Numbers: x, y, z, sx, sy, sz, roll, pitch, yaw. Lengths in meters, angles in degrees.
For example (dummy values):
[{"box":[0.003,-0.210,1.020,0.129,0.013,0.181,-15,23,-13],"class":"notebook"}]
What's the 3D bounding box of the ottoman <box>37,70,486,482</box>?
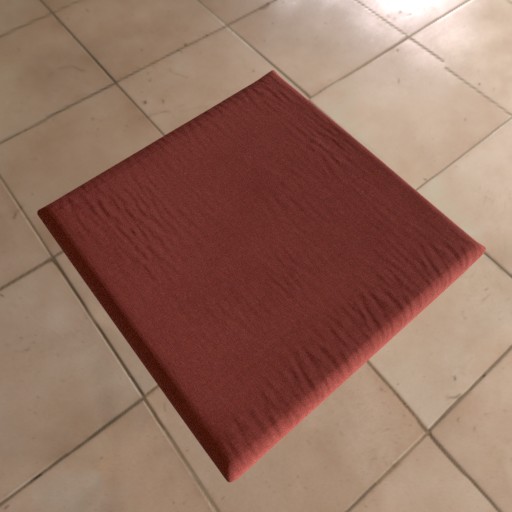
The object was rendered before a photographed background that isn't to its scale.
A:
[{"box":[0.000,0.000,1.364,0.889,0.411,0.890,-36,69,-17],"class":"ottoman"}]
